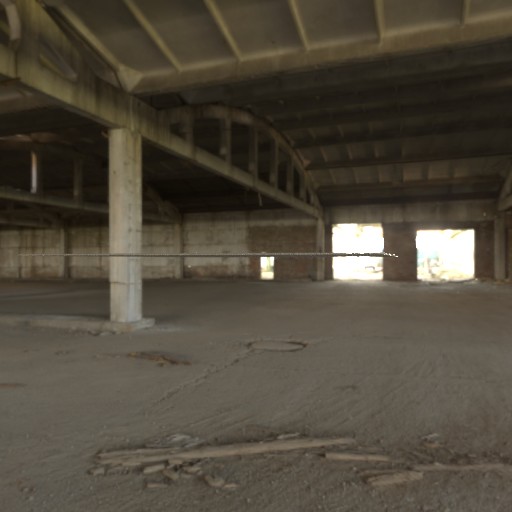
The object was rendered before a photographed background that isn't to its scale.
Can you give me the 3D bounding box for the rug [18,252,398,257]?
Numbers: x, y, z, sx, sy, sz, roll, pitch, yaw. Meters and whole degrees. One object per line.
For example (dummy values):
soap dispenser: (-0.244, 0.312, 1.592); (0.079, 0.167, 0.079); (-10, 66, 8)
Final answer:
rug: (0.000, 0.000, 4.102); (2.434, 0.013, 3.057); (0, 0, 19)
